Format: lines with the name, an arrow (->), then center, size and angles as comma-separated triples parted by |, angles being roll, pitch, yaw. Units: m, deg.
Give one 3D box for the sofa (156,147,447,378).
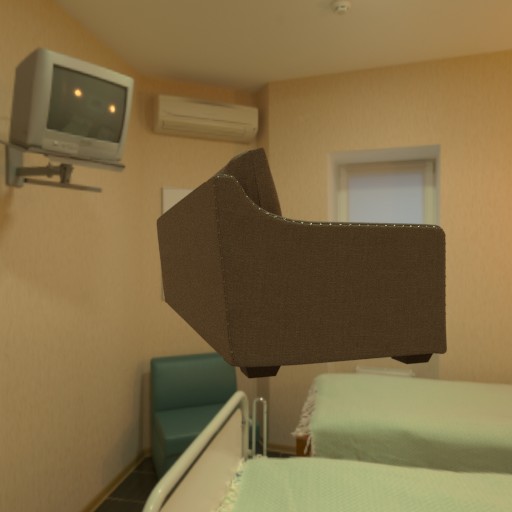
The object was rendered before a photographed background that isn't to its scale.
sofa -> 0.000, 0.000, 2.697 | 1.000, 0.857, 2.208 | 0, 1, -18
